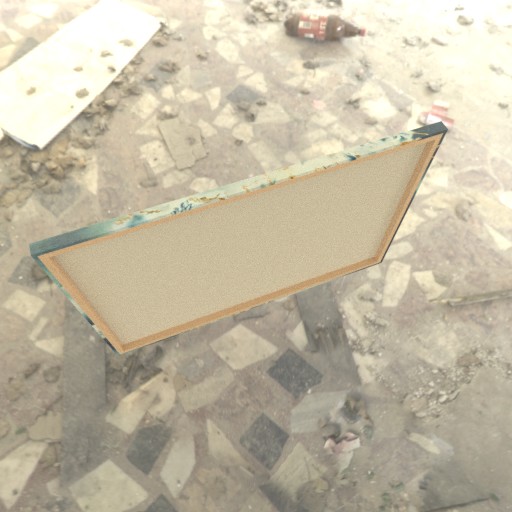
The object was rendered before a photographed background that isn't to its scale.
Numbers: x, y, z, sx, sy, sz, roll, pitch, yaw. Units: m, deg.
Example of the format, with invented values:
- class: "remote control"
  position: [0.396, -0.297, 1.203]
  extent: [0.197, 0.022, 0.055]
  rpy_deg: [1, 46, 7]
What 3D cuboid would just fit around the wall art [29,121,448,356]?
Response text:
- class: "wall art"
  position: [0.000, 0.000, 1.472]
  extent: [1.138, 0.759, 0.035]
  rpy_deg: [-18, 61, -10]
